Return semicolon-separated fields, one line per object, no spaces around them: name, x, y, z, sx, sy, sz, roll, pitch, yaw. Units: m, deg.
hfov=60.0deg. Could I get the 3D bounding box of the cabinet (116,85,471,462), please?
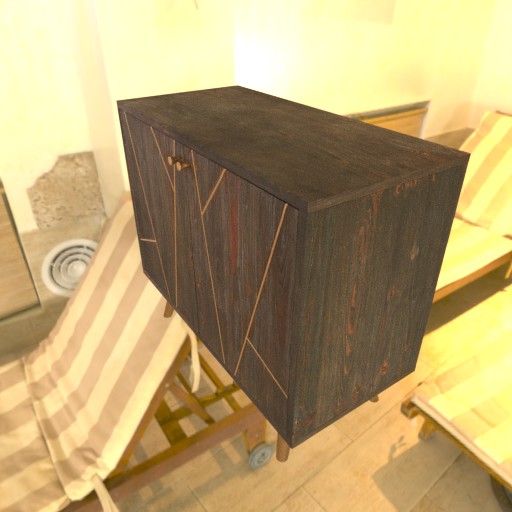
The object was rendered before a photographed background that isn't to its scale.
cabinet;0.000;0.000;1.507;0.529;0.897;1.023;-19;36;-29
